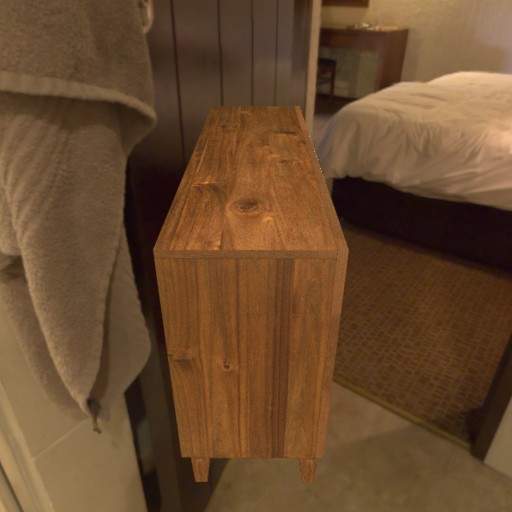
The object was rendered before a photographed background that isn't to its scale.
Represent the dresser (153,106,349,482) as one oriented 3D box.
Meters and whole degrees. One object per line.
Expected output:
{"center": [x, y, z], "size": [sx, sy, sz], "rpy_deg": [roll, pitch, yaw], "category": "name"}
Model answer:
{"center": [0.000, 0.000, 1.796], "size": [0.446, 0.873, 1.400], "rpy_deg": [0, 31, 0], "category": "dresser"}
